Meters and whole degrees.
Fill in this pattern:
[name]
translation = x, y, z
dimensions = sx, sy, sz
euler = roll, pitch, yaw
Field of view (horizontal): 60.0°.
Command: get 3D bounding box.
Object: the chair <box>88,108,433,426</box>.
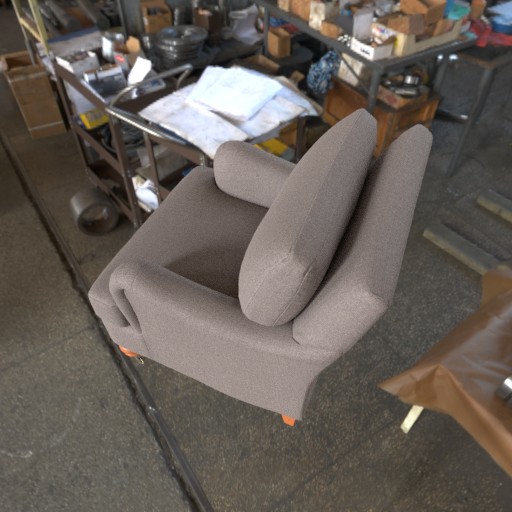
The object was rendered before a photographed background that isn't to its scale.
[chair]
translation = 0.000, 0.000, 1.827
dimensions = 1.070, 1.038, 0.955
euler = 17, 49, 15
